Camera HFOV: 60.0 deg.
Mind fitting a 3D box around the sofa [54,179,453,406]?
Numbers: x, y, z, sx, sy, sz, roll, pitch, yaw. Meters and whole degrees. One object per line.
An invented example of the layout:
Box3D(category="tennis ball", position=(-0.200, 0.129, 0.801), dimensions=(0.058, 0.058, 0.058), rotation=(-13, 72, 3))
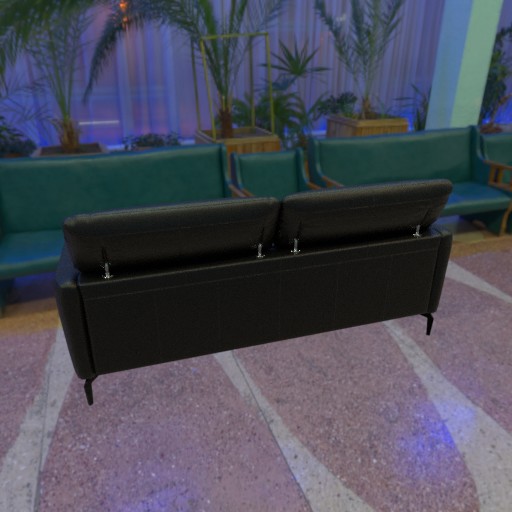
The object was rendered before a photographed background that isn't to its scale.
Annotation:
Box3D(category="sofa", position=(0.000, 0.000, 2.521), dimensions=(2.069, 0.957, 0.856), rotation=(-8, 27, -15))
